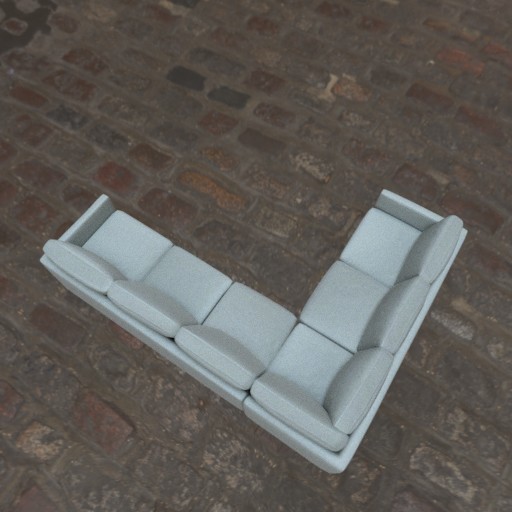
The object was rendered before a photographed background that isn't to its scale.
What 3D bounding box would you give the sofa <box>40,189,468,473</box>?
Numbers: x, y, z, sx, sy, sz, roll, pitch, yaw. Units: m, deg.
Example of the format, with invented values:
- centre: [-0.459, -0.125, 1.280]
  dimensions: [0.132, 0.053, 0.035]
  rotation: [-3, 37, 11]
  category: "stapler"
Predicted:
- centre: [0.000, 0.000, 4.444]
  dimensions: [3.301, 0.947, 2.592]
  rotation: [31, 67, 14]
  category: "sofa"
